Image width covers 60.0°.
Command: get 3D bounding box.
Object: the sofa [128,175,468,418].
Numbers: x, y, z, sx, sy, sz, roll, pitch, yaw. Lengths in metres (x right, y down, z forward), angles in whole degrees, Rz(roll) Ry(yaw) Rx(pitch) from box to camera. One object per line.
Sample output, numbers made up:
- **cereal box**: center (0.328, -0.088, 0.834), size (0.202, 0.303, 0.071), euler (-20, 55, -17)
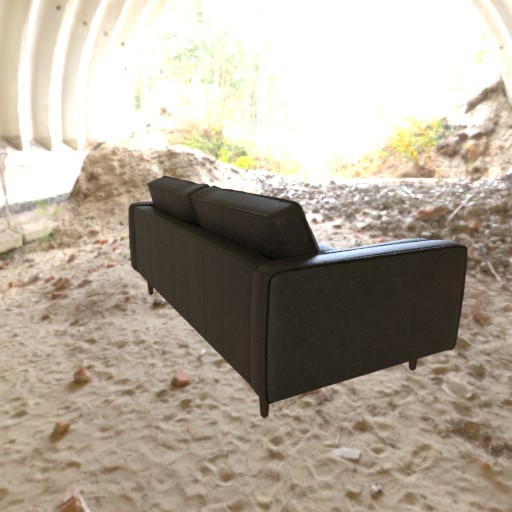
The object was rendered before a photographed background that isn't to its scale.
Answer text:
- **sofa**: center (0.000, 0.000, 2.332), size (0.921, 0.770, 1.879), euler (-7, 16, -27)
